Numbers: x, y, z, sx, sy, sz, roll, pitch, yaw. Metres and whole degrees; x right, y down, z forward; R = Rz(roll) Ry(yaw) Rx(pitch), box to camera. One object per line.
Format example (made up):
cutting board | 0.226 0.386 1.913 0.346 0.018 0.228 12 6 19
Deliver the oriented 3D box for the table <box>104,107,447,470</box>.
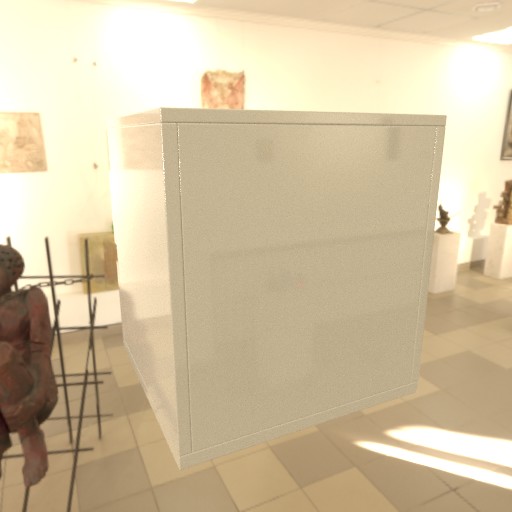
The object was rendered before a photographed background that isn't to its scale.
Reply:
table | 0.000 0.000 0.787 0.420 0.470 0.400 -7 17 -25
